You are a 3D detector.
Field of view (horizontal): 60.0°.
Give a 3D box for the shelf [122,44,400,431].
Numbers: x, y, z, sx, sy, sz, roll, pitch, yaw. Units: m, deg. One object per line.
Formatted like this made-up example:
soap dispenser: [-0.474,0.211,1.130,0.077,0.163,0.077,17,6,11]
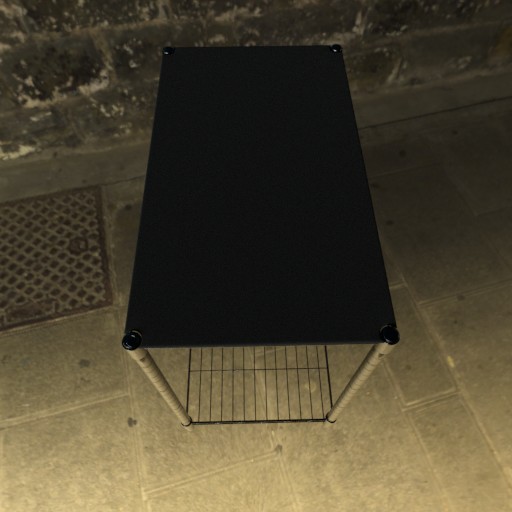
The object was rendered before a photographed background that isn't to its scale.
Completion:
shelf: [0.000,0.000,0.920,0.338,0.564,0.589,-1,59,-1]
